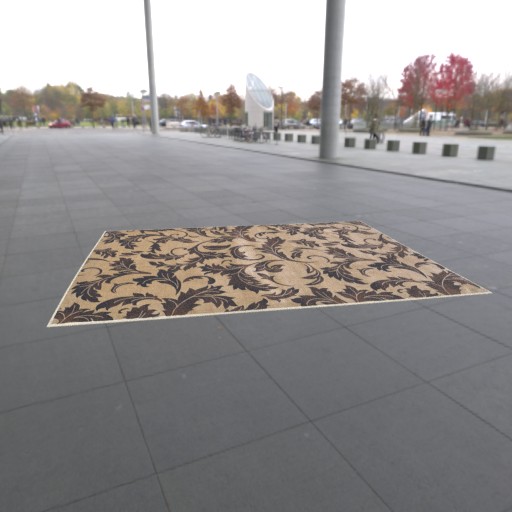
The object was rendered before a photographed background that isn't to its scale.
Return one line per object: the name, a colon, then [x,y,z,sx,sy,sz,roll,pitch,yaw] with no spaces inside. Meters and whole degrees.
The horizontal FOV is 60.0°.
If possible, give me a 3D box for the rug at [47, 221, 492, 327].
rug: [0.000,0.000,3.984,2.977,0.008,2.380,-3,17,-10]
